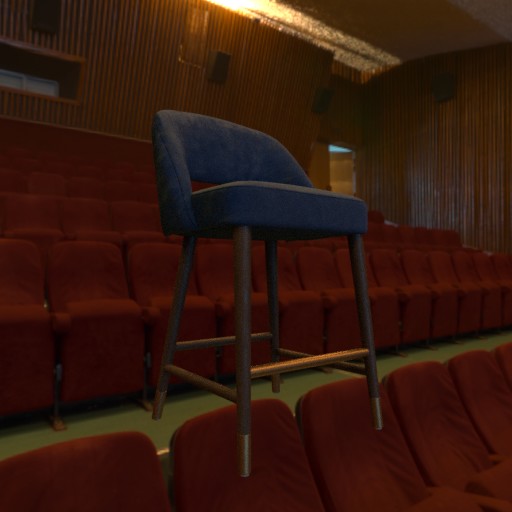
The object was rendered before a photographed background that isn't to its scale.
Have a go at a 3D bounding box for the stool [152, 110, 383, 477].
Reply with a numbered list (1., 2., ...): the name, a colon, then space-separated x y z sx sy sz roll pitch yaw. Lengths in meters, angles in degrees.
1. stool: 0.000 0.000 1.261 0.536 0.925 0.524 1 -2 -37
